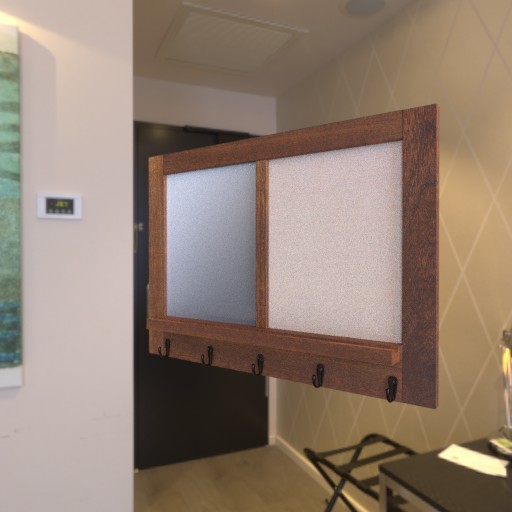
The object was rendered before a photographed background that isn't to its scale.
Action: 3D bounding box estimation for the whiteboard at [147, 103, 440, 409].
[{"bbox_3d":[0.000,0.000,1.022,0.783,0.559,0.083,0,1,36],"label":"whiteboard"}]
